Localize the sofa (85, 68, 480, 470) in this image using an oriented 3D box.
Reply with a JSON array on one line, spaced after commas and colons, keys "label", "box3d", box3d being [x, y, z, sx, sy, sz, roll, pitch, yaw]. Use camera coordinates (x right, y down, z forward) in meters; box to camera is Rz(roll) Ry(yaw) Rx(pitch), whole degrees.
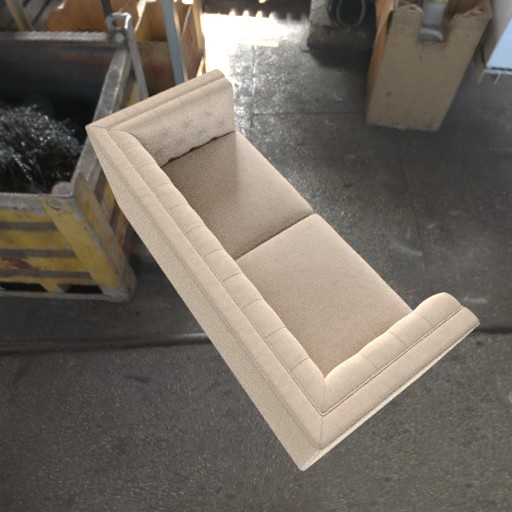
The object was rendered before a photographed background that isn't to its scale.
[{"label": "sofa", "box3d": [0.000, 0.000, 2.194, 0.775, 0.762, 1.778, -31, 64, -17]}]
